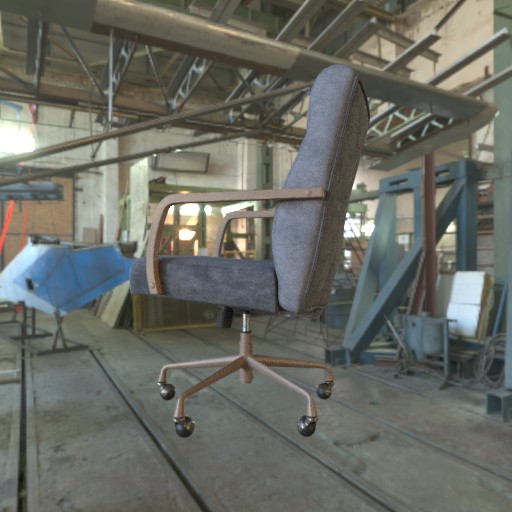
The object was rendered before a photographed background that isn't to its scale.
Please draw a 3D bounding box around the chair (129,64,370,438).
[{"bbox_3d":[0.000,0.000,1.490,0.741,1.029,0.640,0,0,17],"label":"chair"}]
